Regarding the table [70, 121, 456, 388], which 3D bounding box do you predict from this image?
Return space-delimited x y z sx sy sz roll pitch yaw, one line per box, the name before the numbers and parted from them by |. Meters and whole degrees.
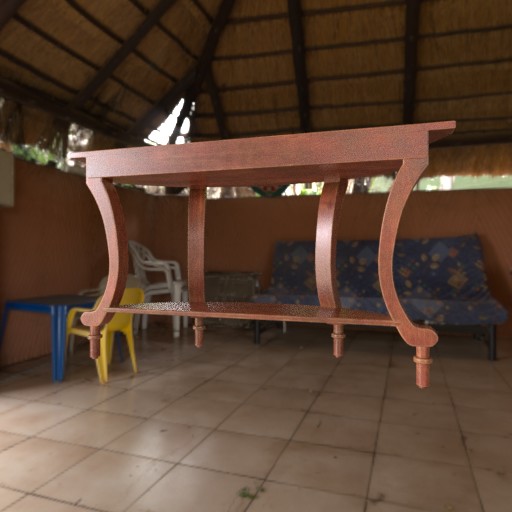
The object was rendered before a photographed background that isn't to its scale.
table | 0.000 0.000 1.506 1.198 0.699 0.394 0 1 18
